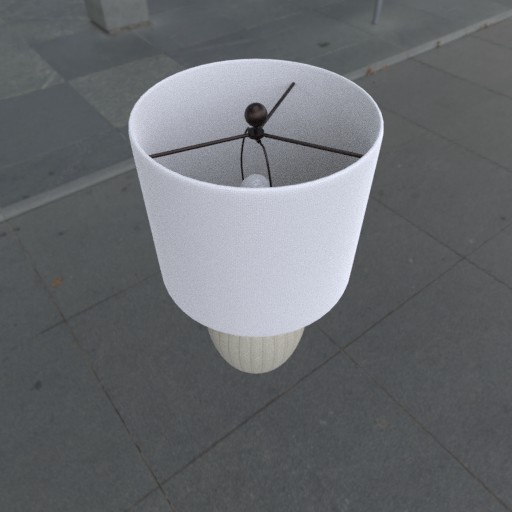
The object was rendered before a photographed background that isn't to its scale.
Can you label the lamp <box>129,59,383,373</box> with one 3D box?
[{"bbox_3d":[0.000,0.000,0.776,0.329,0.570,0.329,-17,49,-15],"label":"lamp"}]
